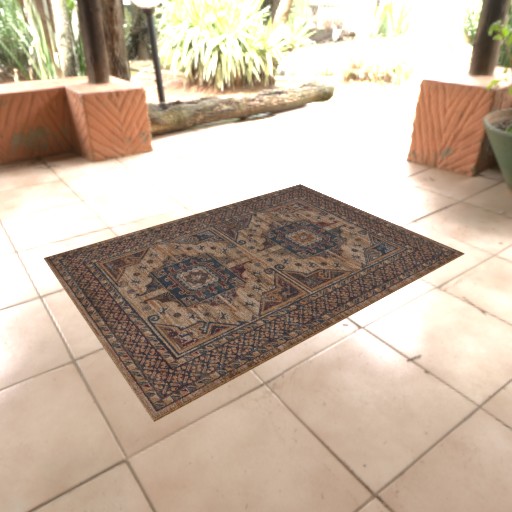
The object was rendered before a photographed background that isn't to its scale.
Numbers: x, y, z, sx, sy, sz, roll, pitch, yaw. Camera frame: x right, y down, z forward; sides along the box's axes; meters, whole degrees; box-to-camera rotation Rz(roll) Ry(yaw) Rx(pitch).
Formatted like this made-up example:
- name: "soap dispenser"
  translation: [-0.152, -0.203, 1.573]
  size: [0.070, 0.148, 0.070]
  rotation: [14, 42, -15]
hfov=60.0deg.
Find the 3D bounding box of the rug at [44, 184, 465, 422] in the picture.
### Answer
- name: "rug"
  translation: [0.000, 0.000, 2.887]
  size: [2.227, 0.008, 1.611]
  rotation: [-21, 36, -32]
